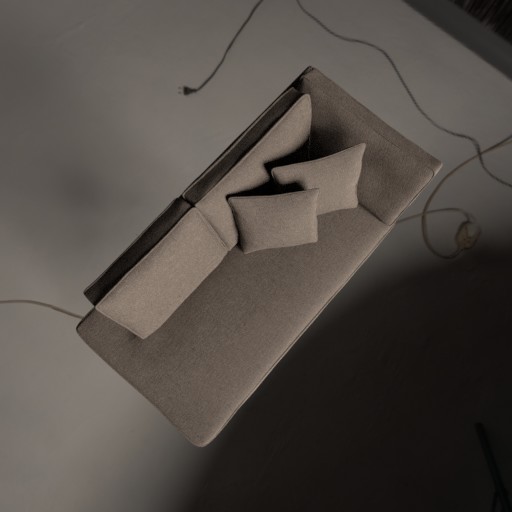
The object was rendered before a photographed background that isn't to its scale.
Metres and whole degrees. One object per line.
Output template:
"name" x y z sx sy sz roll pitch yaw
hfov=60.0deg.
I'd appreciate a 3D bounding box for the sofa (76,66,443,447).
"sofa" 0.000 0.000 2.866 1.110 1.033 2.237 41 80 9
